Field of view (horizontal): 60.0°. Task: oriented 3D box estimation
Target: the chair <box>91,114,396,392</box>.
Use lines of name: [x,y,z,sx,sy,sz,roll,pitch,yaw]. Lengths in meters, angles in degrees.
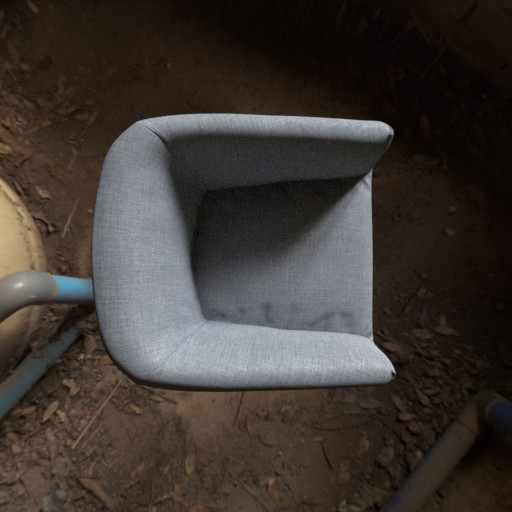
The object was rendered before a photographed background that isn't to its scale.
chair: [0.000,0.000,1.266,0.668,0.771,0.600,0,88,0]
